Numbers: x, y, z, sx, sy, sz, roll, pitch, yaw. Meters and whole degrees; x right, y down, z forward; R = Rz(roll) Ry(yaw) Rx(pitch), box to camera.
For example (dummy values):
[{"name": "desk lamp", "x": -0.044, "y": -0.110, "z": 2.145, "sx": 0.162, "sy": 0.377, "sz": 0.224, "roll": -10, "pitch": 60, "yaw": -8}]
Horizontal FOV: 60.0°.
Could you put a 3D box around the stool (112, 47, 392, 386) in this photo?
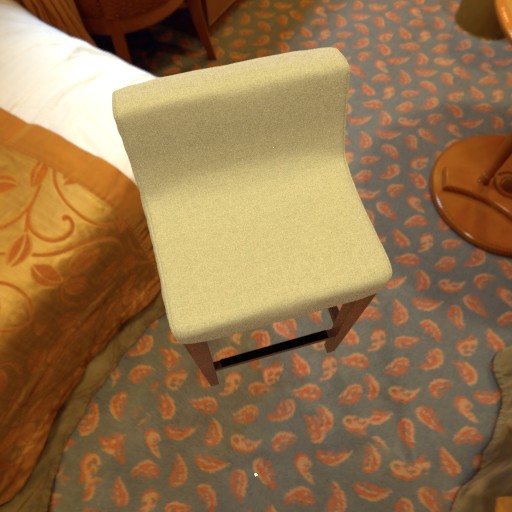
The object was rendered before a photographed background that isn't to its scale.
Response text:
[{"name": "stool", "x": 0.000, "y": 0.000, "z": 1.251, "sx": 0.511, "sy": 0.937, "sz": 0.500, "roll": -14, "pitch": 65, "yaw": -7}]
